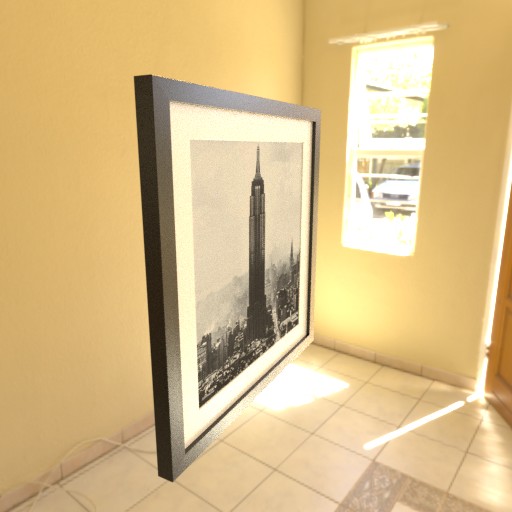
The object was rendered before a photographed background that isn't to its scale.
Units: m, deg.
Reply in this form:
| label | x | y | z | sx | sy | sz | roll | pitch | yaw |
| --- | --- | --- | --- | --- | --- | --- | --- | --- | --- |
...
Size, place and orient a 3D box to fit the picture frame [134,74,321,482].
| label | x | y | z | sx | sy | sz | roll | pitch | yaw |
| --- | --- | --- | --- | --- | --- | --- | --- | --- | --- |
| picture frame | 0.000 | 0.000 | 0.825 | 0.029 | 0.557 | 0.559 | 7 | 16 | 28 |
